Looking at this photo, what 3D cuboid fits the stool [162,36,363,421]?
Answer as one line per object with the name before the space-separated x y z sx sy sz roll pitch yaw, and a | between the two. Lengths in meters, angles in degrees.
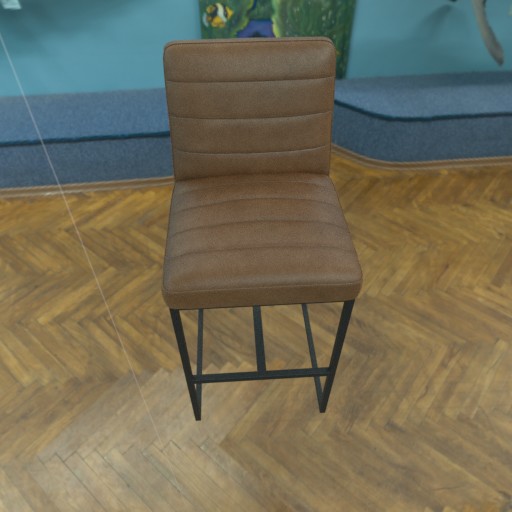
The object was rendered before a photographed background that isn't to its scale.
stool | 0.000 0.000 1.293 0.458 1.040 0.556 -3 46 -3
